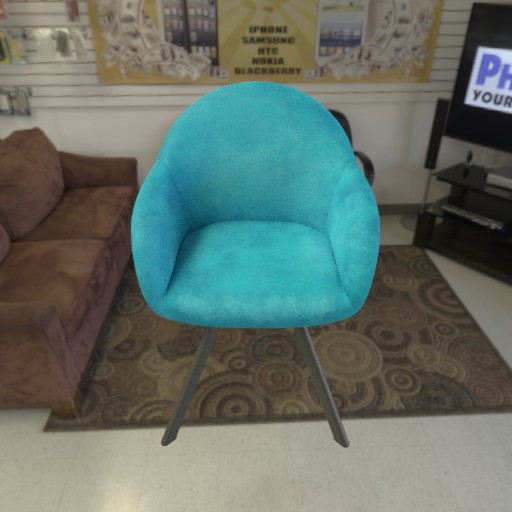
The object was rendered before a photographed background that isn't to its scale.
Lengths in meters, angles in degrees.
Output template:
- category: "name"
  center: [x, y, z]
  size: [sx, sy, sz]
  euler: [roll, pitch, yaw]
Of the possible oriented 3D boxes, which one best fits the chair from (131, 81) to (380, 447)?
- category: "chair"
  center: [0.000, 0.000, 1.191]
  size: [0.550, 0.795, 0.590]
  euler: [0, 31, 0]
